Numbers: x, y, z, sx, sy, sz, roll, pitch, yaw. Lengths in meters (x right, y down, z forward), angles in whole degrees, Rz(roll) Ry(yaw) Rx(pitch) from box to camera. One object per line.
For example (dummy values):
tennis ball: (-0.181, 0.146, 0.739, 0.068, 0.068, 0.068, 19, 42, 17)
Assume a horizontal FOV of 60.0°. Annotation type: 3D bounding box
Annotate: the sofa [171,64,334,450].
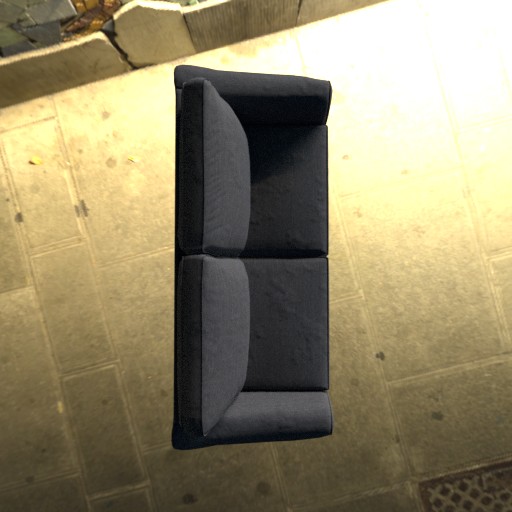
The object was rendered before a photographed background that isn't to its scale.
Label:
sofa: (0.000, 0.000, 2.842, 0.971, 0.950, 2.270, 0, 88, 1)
